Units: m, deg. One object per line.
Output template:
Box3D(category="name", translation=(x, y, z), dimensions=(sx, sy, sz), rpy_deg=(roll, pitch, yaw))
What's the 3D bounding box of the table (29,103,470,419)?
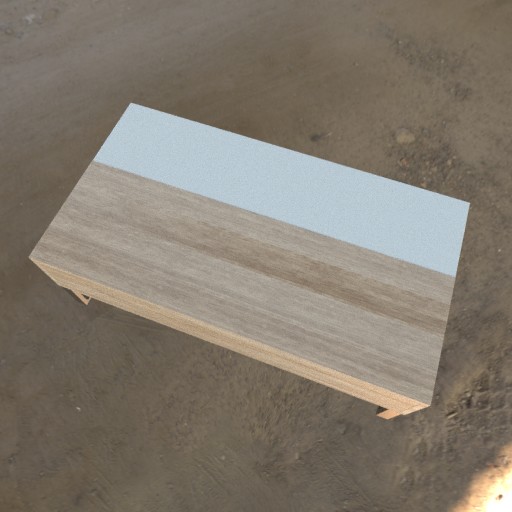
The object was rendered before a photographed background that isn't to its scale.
Box3D(category="table", translation=(0.000, 0.000, 1.403), dimensions=(1.100, 0.350, 0.600), rpy_deg=(19, 66, 9))
